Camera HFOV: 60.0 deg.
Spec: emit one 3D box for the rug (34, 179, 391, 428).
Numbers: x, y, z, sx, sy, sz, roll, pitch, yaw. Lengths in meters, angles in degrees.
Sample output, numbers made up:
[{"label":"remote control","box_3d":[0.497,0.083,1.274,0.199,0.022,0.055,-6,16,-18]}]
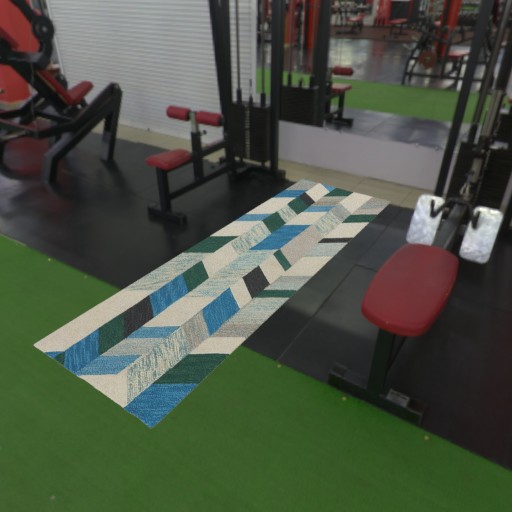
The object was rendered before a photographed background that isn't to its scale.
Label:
[{"label":"rug","box_3d":[0.000,0.000,2.680,0.774,0.008,2.437,21,37,29]}]
